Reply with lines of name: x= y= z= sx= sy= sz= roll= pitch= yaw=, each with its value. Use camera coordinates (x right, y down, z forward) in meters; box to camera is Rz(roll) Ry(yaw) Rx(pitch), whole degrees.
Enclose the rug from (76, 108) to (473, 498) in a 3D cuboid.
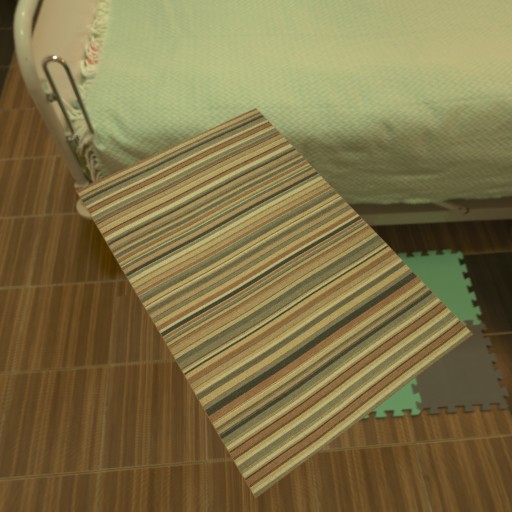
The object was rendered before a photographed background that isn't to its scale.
rug: x=0.000 y=0.000 z=2.281 sx=1.219 sy=0.008 sz=1.829 roll=-30 pitch=64 yaw=-16
